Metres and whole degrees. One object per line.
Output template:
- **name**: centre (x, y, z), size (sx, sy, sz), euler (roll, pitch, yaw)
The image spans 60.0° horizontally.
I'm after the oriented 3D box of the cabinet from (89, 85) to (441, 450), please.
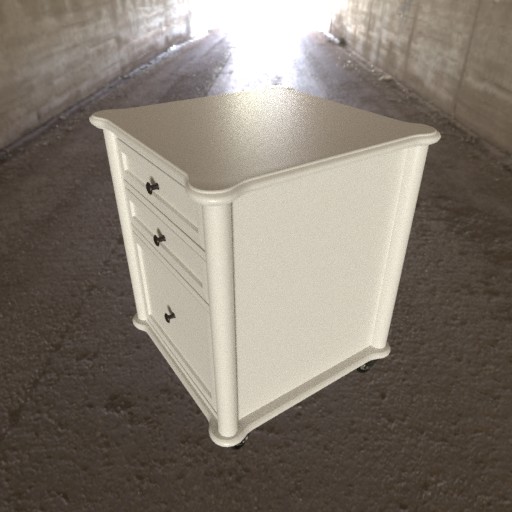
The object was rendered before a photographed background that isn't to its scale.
- **cabinet**: centre (0.000, 0.000, 1.255), size (0.627, 0.761, 0.628), euler (-20, 38, -29)
